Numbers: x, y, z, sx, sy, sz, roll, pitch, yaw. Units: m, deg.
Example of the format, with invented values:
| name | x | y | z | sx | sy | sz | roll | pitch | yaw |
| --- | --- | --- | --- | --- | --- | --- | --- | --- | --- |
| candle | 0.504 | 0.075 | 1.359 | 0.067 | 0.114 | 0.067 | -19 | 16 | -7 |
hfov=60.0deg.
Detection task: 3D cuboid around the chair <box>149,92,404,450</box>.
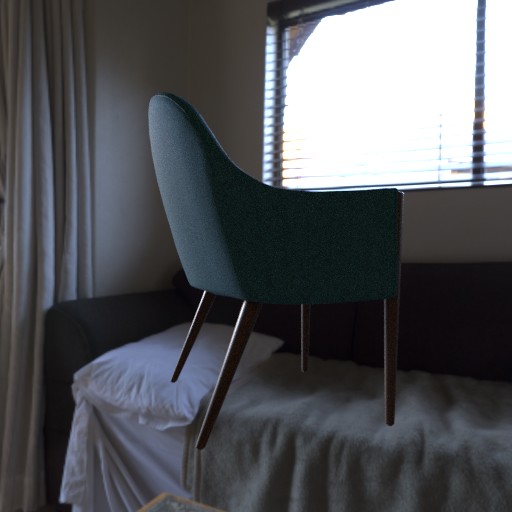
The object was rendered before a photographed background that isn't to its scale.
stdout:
| name | x | y | z | sx | sy | sz | roll | pitch | yaw |
| --- | --- | --- | --- | --- | --- | --- | --- | --- | --- |
| chair | 0.000 | 0.000 | 1.382 | 0.652 | 0.907 | 0.656 | 0 | 0 | -17 |
